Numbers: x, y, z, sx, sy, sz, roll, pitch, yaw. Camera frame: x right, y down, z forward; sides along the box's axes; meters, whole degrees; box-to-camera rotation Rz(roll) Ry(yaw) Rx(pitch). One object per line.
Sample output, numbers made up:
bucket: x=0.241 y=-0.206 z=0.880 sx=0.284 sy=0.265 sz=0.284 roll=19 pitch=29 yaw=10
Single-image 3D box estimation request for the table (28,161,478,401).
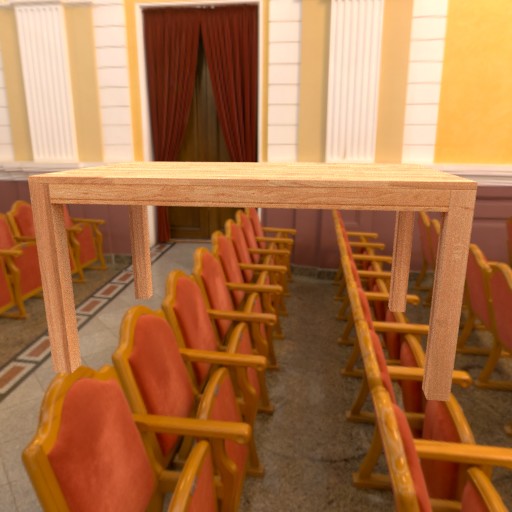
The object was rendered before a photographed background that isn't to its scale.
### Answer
table: x=0.000 y=0.000 z=1.993 sx=1.500 sy=0.770 sz=0.900 roll=2 pitch=15 yaw=7
